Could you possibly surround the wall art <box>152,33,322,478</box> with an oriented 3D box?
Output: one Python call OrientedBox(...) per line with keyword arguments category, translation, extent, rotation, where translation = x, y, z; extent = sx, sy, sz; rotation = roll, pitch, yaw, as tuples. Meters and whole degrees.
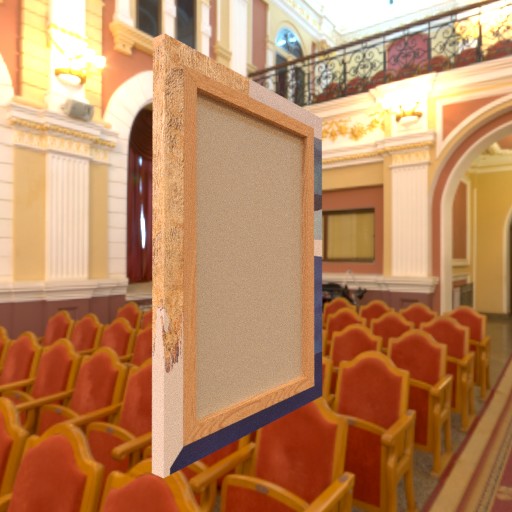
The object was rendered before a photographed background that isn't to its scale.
OrientedBox(category="wall art", translation=(0.000, 0.000, 0.802), extent=(0.026, 0.613, 0.458), rotation=(0, -1, 36))
